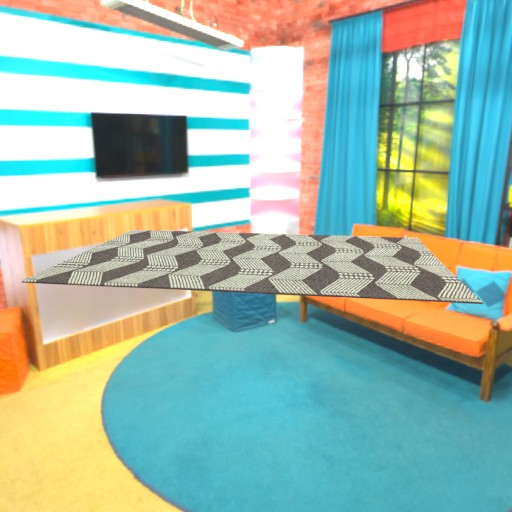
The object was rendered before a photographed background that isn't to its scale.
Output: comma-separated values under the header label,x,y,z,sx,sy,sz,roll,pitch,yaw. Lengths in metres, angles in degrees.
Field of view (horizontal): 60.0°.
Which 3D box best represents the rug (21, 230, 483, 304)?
label,x,y,z,sx,sy,sz,roll,pitch,yaw
rug,0.000,0.000,3.033,2.435,0.011,1.517,2,15,8
